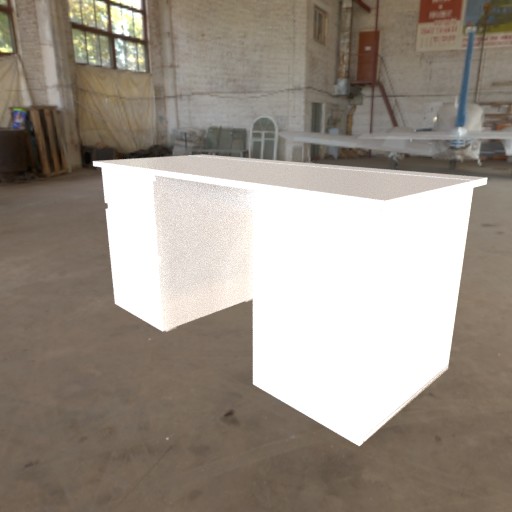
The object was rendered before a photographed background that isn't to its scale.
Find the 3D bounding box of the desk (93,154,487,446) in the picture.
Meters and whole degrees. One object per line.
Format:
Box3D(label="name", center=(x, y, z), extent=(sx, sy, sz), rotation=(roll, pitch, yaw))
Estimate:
Box3D(label="desk", center=(0.000, 0.000, 1.942), extent=(0.670, 0.760, 1.580), rotation=(-16, 23, -42))
